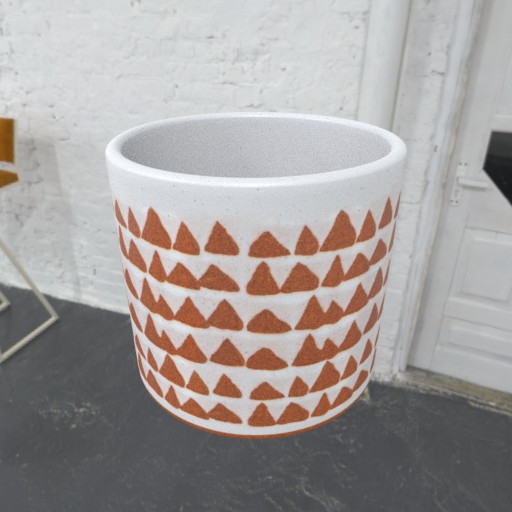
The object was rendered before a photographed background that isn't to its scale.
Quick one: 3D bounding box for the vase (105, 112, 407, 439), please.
[{"bbox_3d":[0.000,0.000,0.237,0.137,0.127,0.137,0,27,0],"label":"vase"}]
